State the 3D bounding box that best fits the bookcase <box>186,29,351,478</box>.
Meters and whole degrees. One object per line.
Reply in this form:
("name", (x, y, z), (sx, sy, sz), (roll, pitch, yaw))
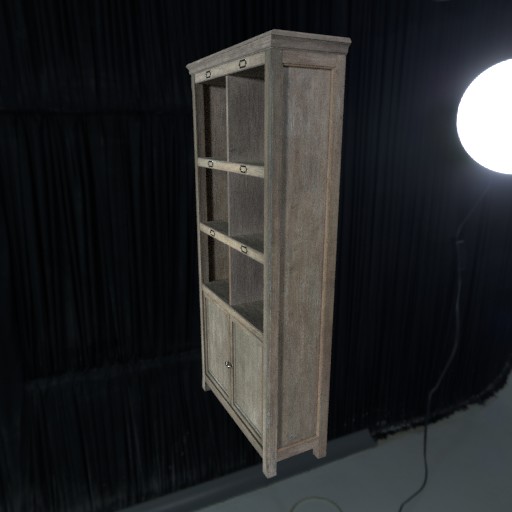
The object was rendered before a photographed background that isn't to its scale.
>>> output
("bookcase", (0.000, 0.000, 2.226), (0.348, 1.880, 0.906), (-8, 17, -26))
